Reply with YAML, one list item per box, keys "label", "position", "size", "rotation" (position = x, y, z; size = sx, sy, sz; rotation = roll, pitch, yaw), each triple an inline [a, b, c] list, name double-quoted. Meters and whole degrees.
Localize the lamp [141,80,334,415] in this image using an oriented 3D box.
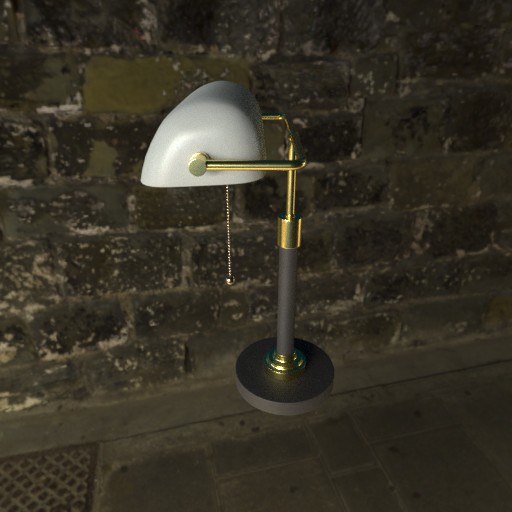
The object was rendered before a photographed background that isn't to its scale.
- label: "lamp"
  position: [0.000, 0.000, 0.564]
  size: [0.227, 0.404, 0.269]
  rotation: [0, 27, 0]
